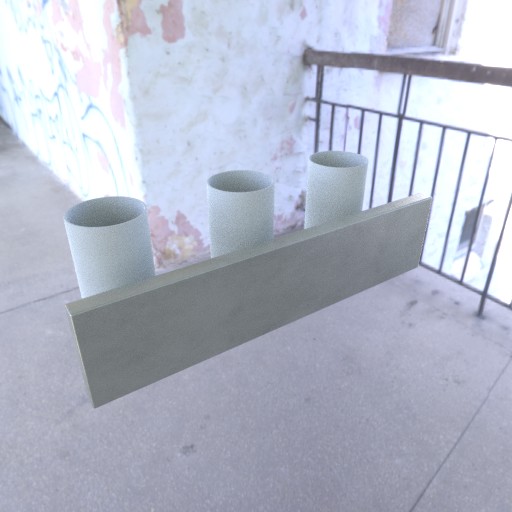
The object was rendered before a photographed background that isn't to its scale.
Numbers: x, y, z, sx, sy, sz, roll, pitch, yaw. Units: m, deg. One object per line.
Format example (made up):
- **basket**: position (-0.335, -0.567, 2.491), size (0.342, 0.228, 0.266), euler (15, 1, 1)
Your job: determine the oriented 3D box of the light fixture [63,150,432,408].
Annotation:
- **light fixture**: position (0.000, 0.000, 0.536), size (0.451, 0.172, 0.145), euler (-18, 34, -29)
